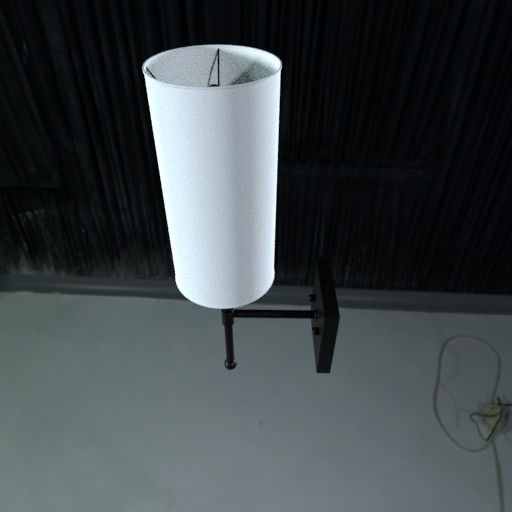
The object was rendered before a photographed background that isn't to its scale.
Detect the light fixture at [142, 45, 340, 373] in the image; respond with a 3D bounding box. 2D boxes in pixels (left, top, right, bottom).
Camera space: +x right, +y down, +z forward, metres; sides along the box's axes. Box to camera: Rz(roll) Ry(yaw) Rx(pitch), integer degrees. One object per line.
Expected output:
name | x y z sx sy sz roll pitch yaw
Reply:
light fixture | 0.000 0.000 0.557 0.208 0.462 0.128 1 40 1
